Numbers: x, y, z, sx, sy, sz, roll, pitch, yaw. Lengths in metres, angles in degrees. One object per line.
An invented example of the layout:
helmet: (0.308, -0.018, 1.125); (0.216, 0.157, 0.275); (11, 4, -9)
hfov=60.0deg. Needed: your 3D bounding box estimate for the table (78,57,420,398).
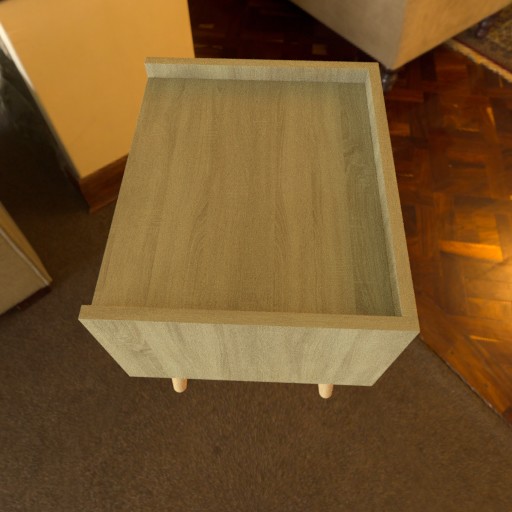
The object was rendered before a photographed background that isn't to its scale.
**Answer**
table: (0.000, 0.000, 0.795); (0.370, 0.470, 0.450); (2, 60, 1)
